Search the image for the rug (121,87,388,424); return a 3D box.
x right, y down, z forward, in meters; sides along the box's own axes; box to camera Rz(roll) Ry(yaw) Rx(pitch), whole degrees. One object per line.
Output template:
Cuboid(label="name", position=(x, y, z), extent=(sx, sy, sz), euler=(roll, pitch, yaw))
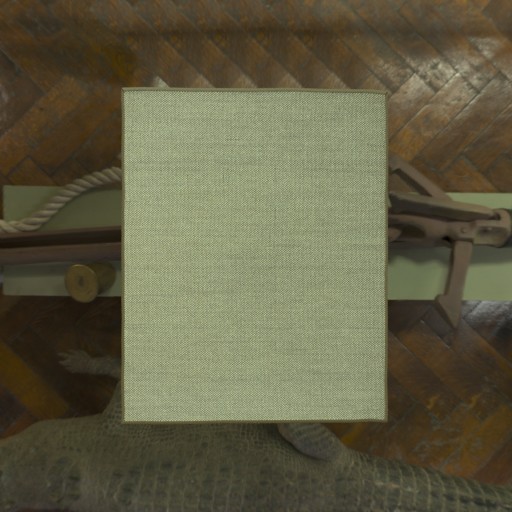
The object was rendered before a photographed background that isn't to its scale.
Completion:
Cuboid(label="rug", position=(0.000, 0.000, 4.002), extent=(2.413, 0.020, 3.041), euler=(0, 90, -2))
